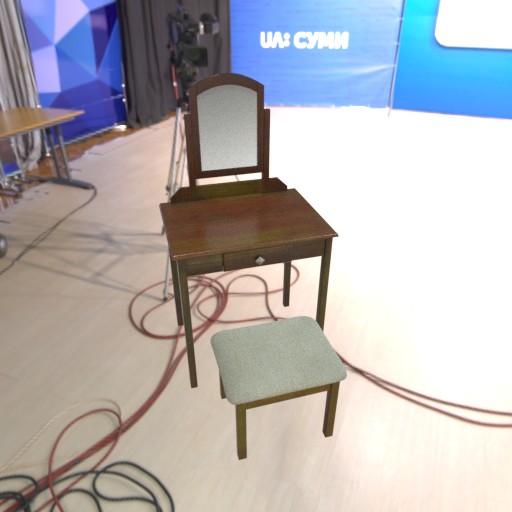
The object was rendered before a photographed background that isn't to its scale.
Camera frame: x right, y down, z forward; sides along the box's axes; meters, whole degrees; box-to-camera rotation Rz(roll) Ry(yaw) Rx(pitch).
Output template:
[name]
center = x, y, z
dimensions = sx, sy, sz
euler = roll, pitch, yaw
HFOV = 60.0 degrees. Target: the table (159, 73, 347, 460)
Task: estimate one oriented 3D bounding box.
[table]
center = 0.000, 0.000, 2.332
dimensions = 0.876, 1.631, 1.211
euler = -8, 32, -14
